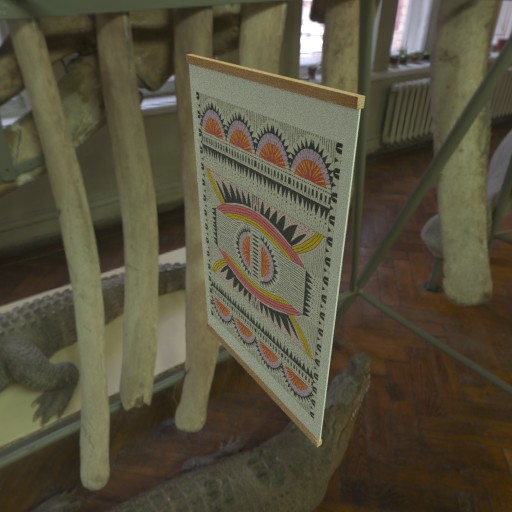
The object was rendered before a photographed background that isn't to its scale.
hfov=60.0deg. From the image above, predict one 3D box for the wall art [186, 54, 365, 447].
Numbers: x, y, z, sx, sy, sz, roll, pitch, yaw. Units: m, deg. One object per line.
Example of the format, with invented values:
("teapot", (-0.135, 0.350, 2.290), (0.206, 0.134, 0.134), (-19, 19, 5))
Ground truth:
("wall art", (0.000, 0.000, 1.963), (0.028, 1.533, 0.999), (-21, 37, -29))
